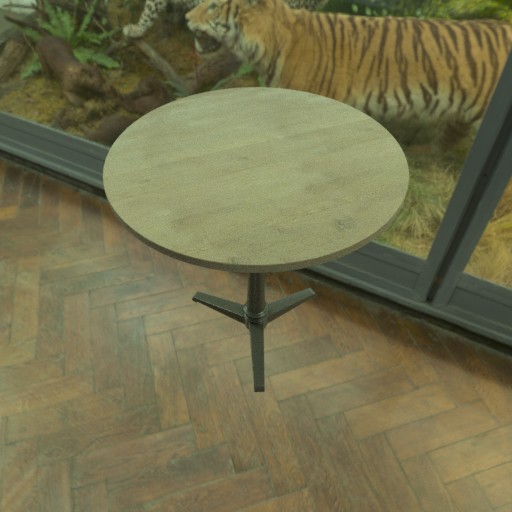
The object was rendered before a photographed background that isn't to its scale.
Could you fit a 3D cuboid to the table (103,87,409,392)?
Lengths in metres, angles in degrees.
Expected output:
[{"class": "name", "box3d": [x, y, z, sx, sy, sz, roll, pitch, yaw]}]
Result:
[{"class": "table", "box3d": [0.000, 0.000, 1.470, 0.800, 0.780, 0.800, 0, 46, 0]}]
